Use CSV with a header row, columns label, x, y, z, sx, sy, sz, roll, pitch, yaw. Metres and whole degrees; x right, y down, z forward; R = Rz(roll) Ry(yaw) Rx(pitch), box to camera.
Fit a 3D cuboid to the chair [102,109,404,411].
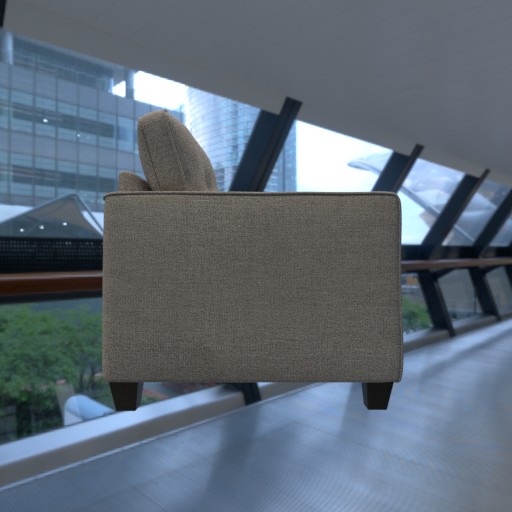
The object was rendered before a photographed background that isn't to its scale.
label,x,y,z,sx,sy,sz,roll,pitch,yaw
chair,0.000,0.000,1.819,0.939,0.965,1.015,0,-1,0
